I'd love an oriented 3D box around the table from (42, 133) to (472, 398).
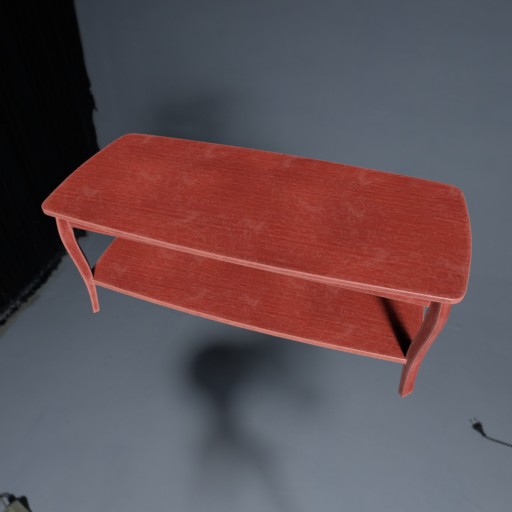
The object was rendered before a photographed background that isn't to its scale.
[{"bbox_3d":[0.000,0.000,1.487,1.216,0.473,0.561,12,43,14],"label":"table"}]
